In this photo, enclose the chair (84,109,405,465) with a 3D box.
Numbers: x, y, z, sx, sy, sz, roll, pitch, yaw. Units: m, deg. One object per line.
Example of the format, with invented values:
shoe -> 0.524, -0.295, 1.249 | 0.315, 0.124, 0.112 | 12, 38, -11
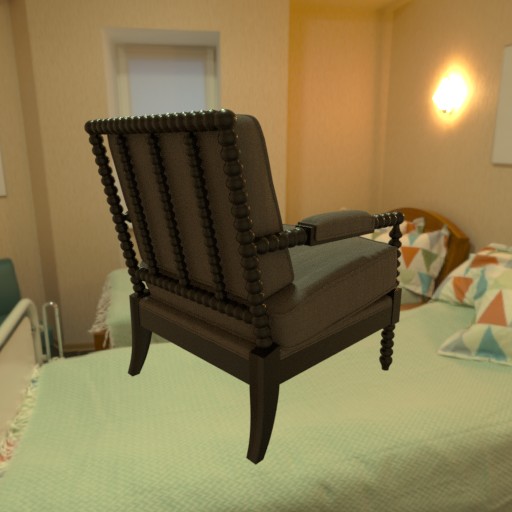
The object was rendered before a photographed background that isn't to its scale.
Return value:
chair -> 0.000, 0.000, 1.120 | 0.622, 0.661, 0.540 | -14, 20, -43
